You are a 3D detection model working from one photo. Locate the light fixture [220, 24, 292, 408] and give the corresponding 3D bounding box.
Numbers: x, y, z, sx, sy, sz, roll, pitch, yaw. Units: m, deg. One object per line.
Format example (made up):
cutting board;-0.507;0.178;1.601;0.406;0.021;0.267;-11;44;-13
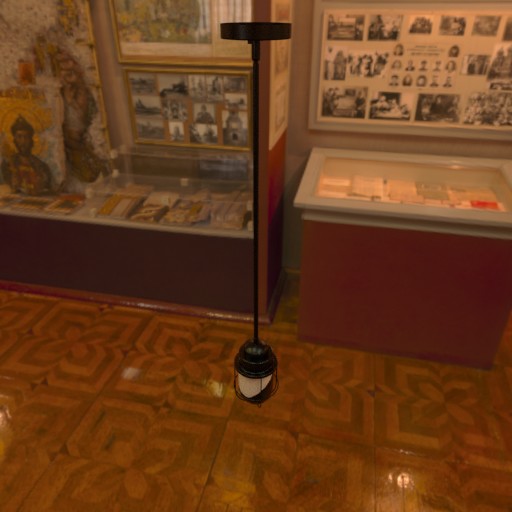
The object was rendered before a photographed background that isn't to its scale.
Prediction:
light fixture;0.000;0.000;0.990;0.123;0.920;0.123;8;31;13
